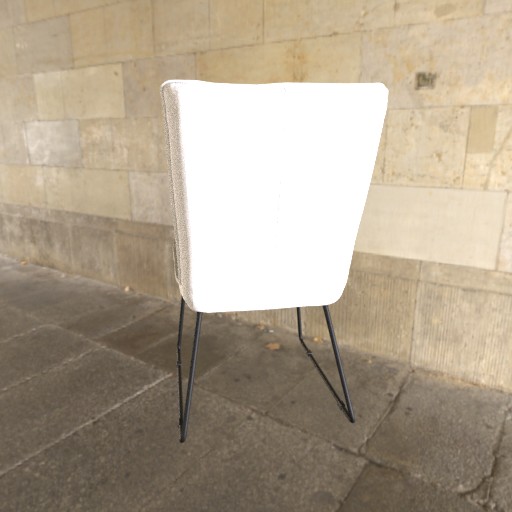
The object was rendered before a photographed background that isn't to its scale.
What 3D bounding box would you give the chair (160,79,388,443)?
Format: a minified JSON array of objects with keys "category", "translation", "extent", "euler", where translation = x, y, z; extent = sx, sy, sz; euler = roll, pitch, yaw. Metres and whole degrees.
[{"category":"chair","translation":[0.000,0.000,1.353],"extent":[0.515,0.930,0.688],"euler":[-3,15,-10]}]
